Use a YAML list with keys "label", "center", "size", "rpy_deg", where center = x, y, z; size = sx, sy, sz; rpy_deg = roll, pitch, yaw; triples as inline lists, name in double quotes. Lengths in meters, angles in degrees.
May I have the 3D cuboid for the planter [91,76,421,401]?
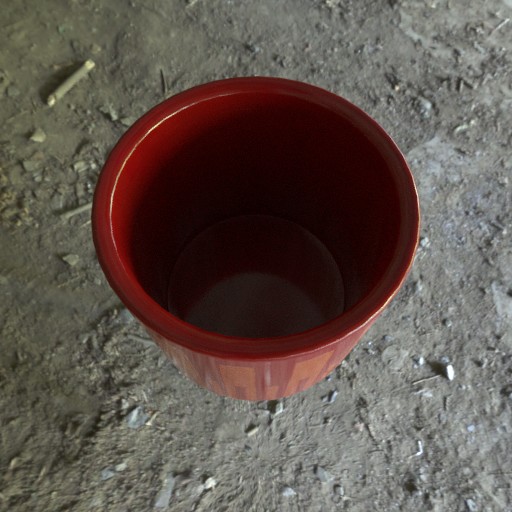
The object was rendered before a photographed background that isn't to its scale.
- label: "planter"
  center: [0.000, 0.000, 0.399]
  size: [0.230, 0.202, 0.230]
  rpy_deg: [0, 65, 0]
